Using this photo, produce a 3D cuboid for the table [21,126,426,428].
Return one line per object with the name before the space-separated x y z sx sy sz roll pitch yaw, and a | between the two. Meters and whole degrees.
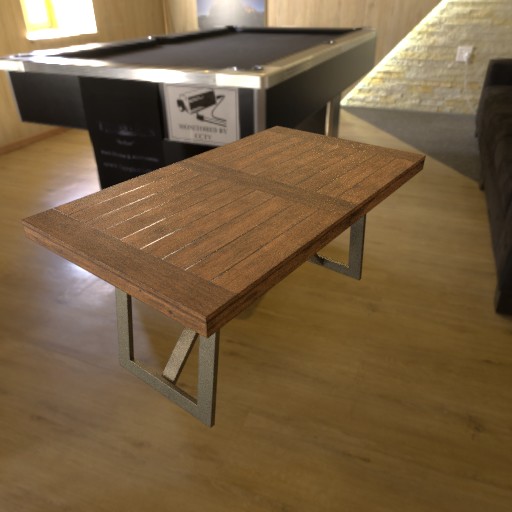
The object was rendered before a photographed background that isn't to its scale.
table | 0.000 0.000 2.148 0.931 0.757 1.641 22 37 31
